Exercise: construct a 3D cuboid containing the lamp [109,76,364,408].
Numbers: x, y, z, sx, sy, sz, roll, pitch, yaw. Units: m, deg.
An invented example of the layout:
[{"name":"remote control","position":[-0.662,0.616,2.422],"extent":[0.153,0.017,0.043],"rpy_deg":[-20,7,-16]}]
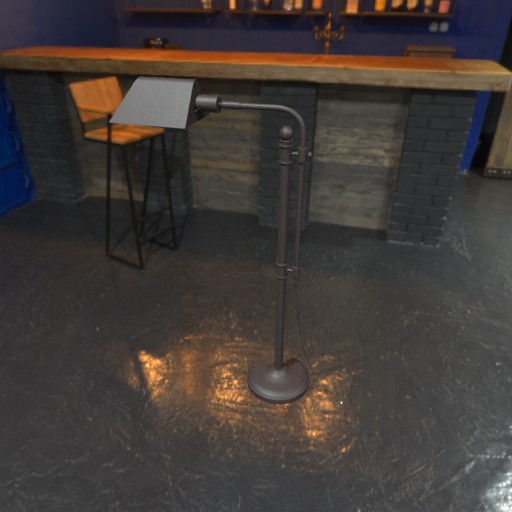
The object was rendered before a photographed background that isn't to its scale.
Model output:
[{"name":"lamp","position":[0.000,0.000,0.960],"extent":[0.545,0.708,0.159],"rpy_deg":[9,31,15]}]
